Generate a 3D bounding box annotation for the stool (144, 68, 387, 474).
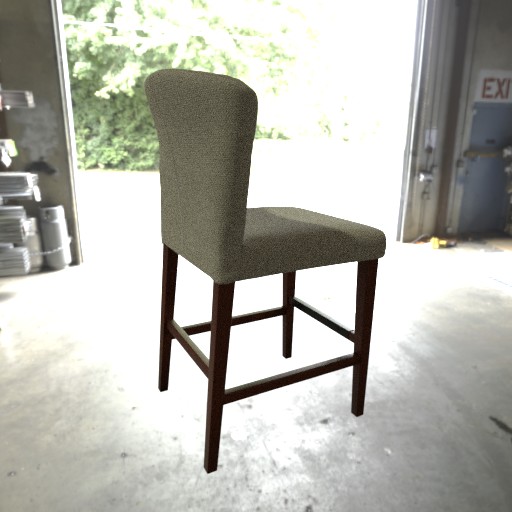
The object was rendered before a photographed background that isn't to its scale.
[{"bbox_3d":[0.000,0.000,1.291,0.568,0.969,0.481,-8,17,-27],"label":"stool"}]
